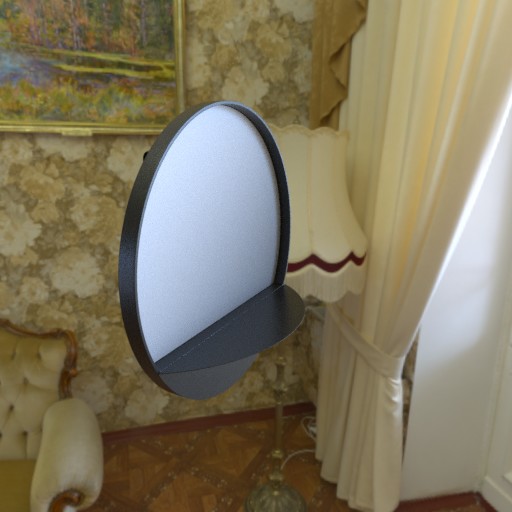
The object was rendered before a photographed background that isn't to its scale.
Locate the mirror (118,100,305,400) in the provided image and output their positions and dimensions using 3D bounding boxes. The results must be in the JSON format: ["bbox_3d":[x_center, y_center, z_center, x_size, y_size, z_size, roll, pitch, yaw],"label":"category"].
[{"bbox_3d":[0.000,0.000,0.687,0.133,0.457,0.457,8,17,26],"label":"mirror"}]
